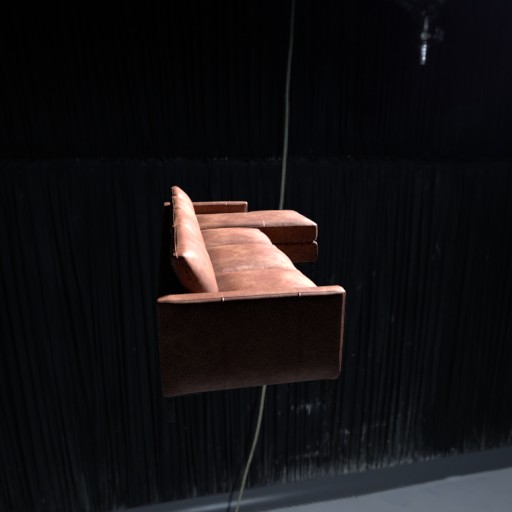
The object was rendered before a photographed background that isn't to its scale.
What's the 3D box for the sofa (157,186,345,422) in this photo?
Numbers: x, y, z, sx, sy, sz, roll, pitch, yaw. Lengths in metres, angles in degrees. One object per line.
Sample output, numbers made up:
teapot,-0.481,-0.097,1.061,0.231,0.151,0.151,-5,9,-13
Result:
sofa,0.000,0.000,3.557,1.471,0.859,2.993,-3,16,-10
